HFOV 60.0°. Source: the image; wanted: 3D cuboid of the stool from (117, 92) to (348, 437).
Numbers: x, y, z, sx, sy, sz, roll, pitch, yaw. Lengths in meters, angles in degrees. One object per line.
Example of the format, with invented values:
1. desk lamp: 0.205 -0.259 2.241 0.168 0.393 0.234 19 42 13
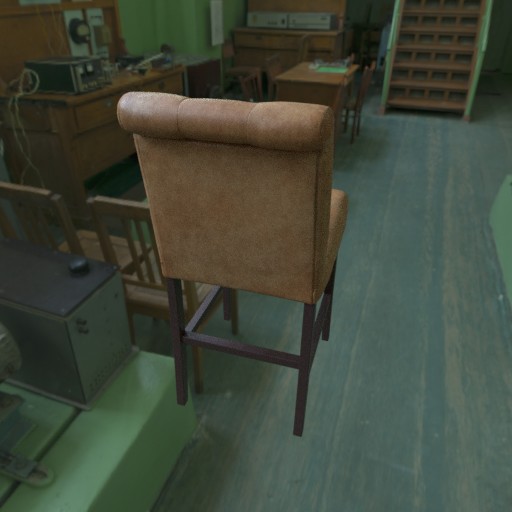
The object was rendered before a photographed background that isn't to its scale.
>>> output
1. stool: 0.000 0.000 1.381 0.493 1.047 0.601 9 33 15
